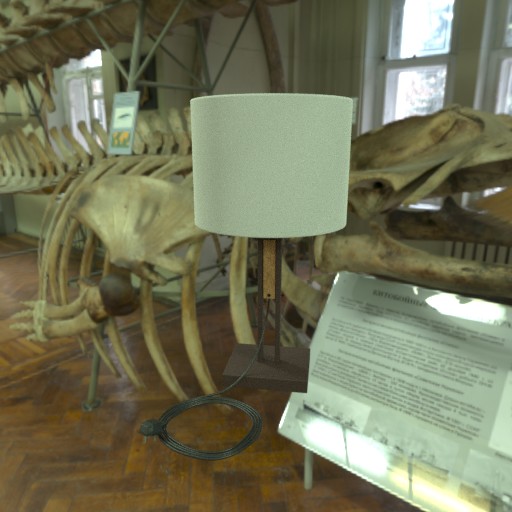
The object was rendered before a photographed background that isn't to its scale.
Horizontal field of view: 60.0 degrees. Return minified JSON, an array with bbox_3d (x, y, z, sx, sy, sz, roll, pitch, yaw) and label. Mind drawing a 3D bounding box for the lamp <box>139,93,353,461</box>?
[{"bbox_3d":[0.000,0.000,0.991,0.396,0.668,0.525,2,15,9],"label":"lamp"}]
